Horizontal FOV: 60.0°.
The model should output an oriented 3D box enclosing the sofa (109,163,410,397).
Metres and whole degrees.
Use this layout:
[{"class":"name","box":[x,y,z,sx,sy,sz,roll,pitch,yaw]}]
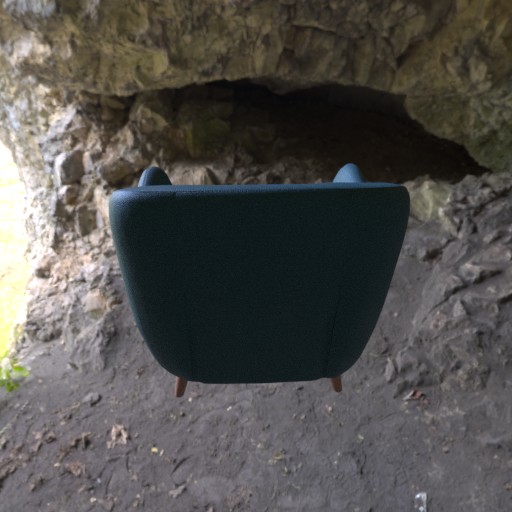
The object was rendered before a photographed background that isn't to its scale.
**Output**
[{"class":"sofa","box":[0.000,0.000,1.514,0.836,0.817,0.825,-1,31,-2]}]
